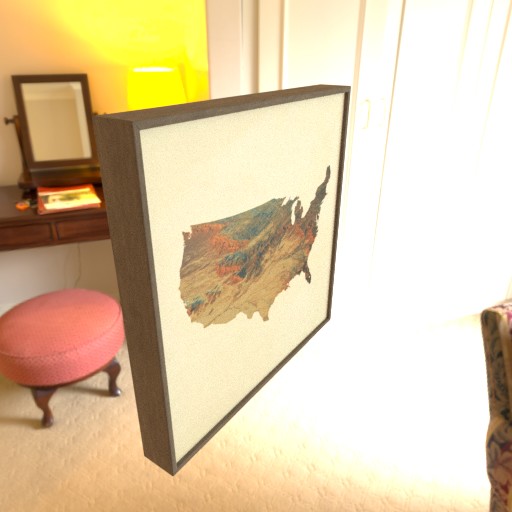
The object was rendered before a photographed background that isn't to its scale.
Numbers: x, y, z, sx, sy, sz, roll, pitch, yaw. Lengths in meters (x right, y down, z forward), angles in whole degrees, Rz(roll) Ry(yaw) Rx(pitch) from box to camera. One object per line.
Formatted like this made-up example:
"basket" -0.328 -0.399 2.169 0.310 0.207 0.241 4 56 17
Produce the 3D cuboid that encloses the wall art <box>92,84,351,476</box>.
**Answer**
"wall art" 0.000 0.000 0.445 0.038 0.302 0.303 17 30 32
